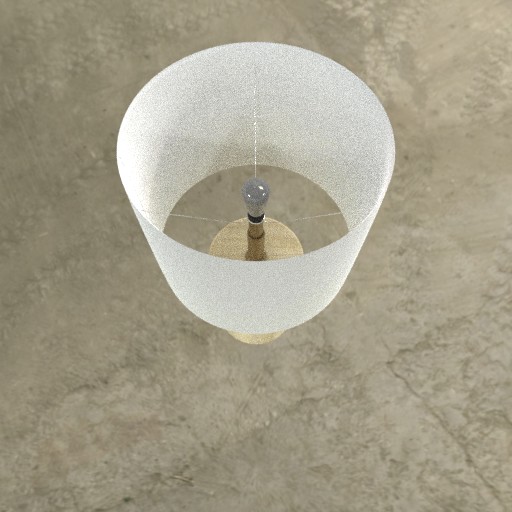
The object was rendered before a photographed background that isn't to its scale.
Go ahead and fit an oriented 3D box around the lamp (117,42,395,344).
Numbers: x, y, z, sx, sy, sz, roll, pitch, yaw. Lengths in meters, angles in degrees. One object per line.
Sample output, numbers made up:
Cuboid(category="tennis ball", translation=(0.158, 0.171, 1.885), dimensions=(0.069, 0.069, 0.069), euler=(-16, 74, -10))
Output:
Cuboid(category="lamp", translation=(0.000, 0.000, 0.562), dimensions=(0.228, 0.444, 0.228), euler=(-1, 64, 0))
